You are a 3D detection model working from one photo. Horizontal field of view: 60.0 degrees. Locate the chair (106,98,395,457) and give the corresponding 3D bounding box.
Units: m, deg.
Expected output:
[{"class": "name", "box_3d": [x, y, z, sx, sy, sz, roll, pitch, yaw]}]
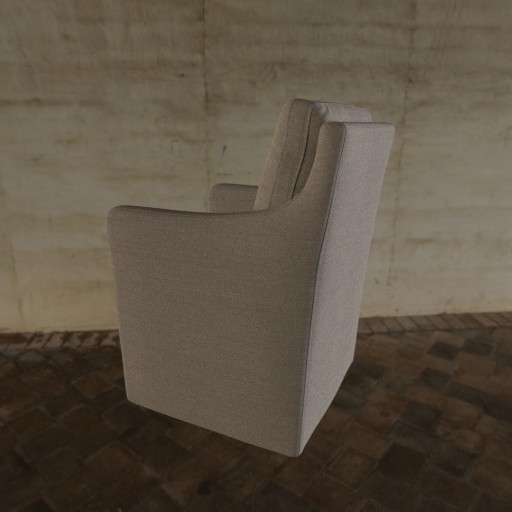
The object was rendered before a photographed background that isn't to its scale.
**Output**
[{"class": "chair", "box_3d": [0.000, 0.000, 1.401, 0.694, 0.914, 0.626, 8, 18, 25]}]
